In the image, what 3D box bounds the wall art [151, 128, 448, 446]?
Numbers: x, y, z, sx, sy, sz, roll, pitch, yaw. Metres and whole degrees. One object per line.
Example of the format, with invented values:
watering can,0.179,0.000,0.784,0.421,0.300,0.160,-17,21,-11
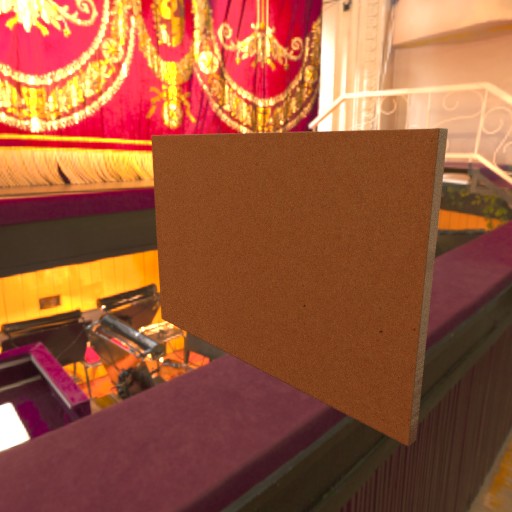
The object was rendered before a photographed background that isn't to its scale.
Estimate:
wall art,0.000,0.000,0.765,0.021,0.410,0.615,-13,19,-42
